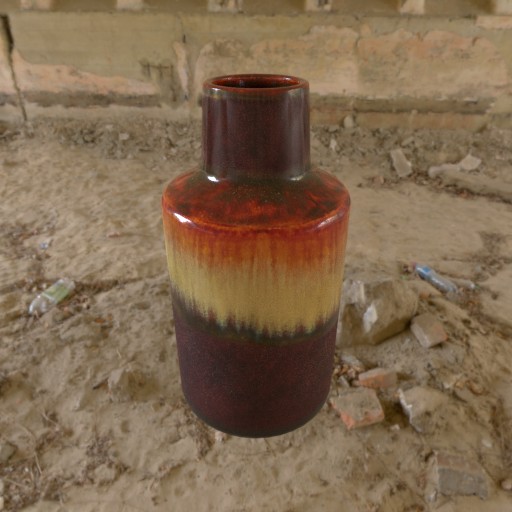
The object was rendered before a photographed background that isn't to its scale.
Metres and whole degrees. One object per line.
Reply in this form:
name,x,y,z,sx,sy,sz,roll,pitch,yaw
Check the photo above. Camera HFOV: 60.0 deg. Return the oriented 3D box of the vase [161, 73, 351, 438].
vase,0.000,0.000,0.274,0.108,0.204,0.108,0,30,0
